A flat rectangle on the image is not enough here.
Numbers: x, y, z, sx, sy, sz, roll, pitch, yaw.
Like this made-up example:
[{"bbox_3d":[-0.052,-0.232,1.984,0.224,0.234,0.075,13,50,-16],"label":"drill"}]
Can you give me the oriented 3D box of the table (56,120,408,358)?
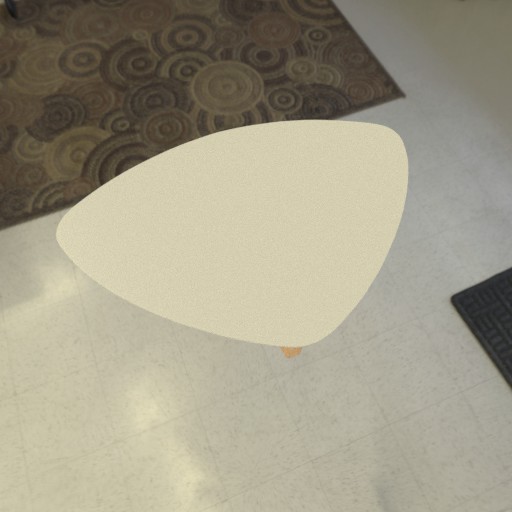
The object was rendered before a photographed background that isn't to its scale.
[{"bbox_3d":[0.000,0.000,1.654,1.250,0.440,0.850,-18,65,-9],"label":"table"}]
